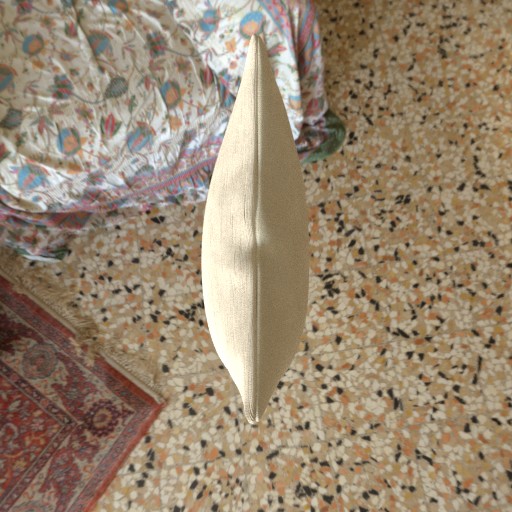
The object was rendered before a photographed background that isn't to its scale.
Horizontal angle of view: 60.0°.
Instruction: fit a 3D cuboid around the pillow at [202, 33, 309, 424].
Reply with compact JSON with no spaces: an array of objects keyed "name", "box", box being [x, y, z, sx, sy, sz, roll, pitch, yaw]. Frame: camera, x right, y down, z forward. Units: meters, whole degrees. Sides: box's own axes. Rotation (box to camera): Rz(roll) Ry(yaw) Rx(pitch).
[{"name":"pillow","box":[0.000,0.000,0.664,0.162,0.420,0.437,0,74,0]}]
